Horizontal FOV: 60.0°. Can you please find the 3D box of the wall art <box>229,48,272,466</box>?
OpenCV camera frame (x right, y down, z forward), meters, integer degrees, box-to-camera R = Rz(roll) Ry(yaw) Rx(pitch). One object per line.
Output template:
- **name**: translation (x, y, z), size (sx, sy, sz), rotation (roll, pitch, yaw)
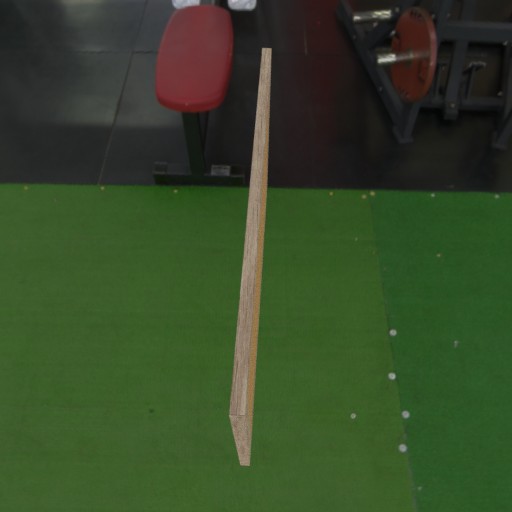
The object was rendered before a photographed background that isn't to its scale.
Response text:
- **wall art**: translation (0.000, 0.000, 0.970), size (0.021, 0.480, 0.780), rotation (3, 58, 2)
